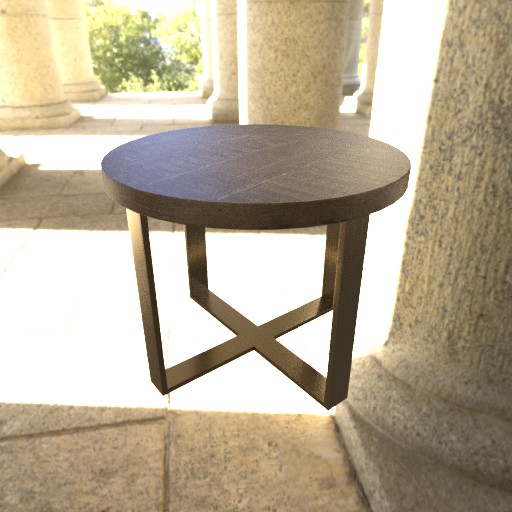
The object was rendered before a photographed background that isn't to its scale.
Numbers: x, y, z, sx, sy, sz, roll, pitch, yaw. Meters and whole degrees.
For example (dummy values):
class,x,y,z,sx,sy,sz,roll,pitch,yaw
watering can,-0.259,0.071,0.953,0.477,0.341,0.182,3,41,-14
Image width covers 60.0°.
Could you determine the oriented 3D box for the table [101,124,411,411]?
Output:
class,x,y,z,sx,sy,sz,roll,pitch,yaw
table,0.000,0.000,0.931,0.557,0.437,0.557,0,27,0
